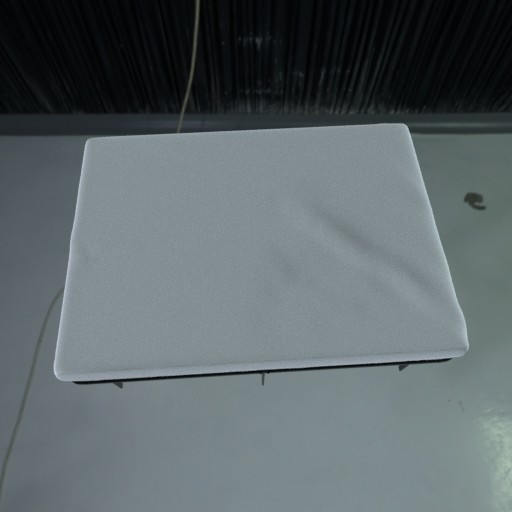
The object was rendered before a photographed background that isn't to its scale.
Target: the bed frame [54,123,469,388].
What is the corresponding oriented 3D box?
[{"bbox_3d":[0.000,0.000,2.521,1.905,0.637,1.372,-3,64,-2],"label":"bed frame"}]
